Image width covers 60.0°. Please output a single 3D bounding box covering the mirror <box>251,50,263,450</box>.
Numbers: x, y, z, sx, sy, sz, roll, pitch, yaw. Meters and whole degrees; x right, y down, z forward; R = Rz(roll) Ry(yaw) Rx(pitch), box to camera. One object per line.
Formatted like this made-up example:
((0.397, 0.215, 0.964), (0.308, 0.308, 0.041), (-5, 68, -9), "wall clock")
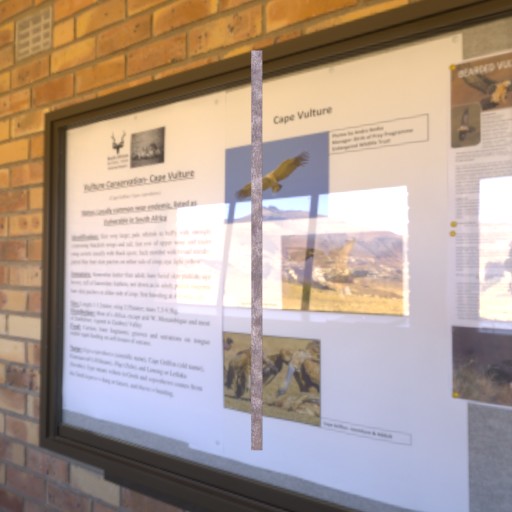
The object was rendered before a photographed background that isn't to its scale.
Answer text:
((0.000, 0.000, 1.431), (0.022, 0.795, 1.101), (0, -2, 0), "mirror")
